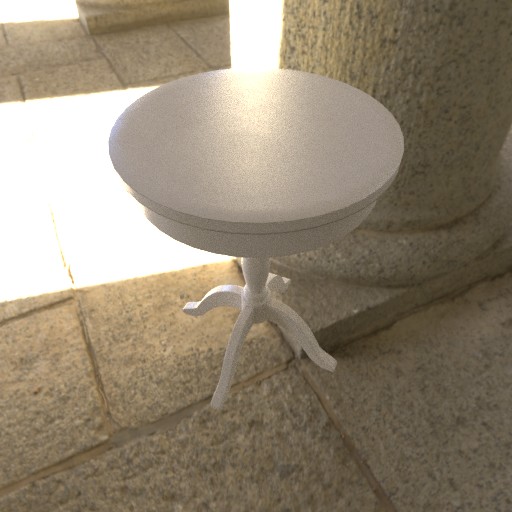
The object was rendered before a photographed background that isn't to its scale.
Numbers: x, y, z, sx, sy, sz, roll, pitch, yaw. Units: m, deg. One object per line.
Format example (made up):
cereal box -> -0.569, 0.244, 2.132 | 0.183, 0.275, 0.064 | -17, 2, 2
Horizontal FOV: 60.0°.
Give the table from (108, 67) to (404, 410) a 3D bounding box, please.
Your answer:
table -> 0.000, 0.000, 1.019 | 0.513, 0.653, 0.513 | 0, 46, 0
